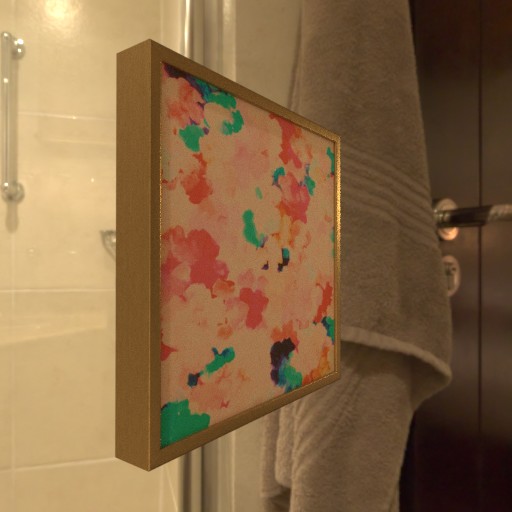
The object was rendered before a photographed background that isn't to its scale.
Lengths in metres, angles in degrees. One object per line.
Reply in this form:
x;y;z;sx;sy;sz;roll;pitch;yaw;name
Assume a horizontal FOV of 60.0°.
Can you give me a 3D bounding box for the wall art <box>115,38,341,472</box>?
0.000;0.000;0.445;0.038;0.305;0.304;0;-1;37;wall art
